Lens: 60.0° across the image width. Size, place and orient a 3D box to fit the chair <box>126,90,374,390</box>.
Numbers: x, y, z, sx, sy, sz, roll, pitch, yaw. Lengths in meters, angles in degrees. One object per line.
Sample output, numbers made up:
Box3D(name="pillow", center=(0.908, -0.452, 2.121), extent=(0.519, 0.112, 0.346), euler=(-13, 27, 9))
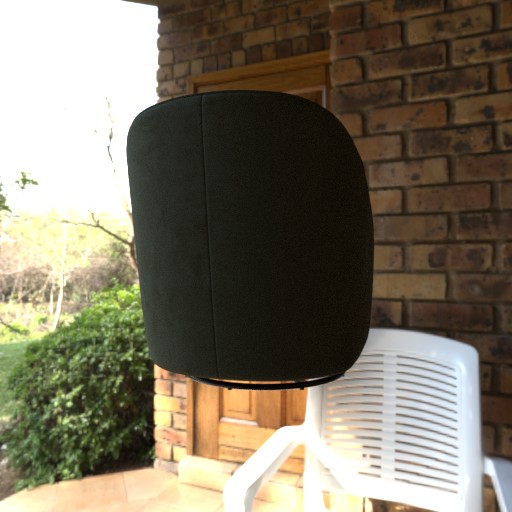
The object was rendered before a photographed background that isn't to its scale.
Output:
Box3D(name="chair", center=(0.000, 0.000, 1.490), extent=(0.747, 0.799, 0.875), euler=(0, -1, 18))
